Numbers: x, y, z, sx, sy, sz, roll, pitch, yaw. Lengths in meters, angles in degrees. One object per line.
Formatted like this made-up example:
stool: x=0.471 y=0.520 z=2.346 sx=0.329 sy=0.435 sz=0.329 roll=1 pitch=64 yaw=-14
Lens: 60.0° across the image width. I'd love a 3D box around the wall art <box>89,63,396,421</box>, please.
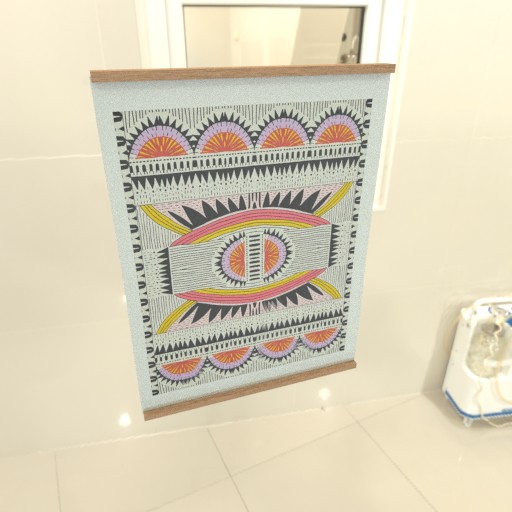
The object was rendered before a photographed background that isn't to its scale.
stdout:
wall art: x=0.000 y=0.000 z=0.775 sx=0.456 sy=0.609 sz=0.028 roll=-9 pitch=28 yaw=-17
